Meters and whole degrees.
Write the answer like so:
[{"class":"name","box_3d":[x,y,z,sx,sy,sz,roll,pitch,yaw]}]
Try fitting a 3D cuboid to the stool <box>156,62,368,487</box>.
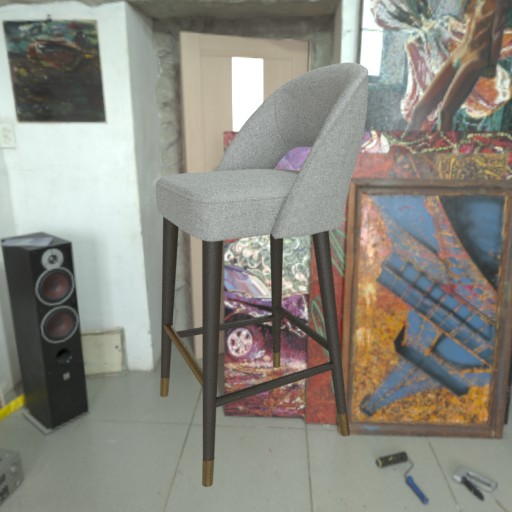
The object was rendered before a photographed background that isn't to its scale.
[{"class":"stool","box_3d":[0.000,0.000,1.266,0.509,1.037,0.494,-8,18,-25]}]
